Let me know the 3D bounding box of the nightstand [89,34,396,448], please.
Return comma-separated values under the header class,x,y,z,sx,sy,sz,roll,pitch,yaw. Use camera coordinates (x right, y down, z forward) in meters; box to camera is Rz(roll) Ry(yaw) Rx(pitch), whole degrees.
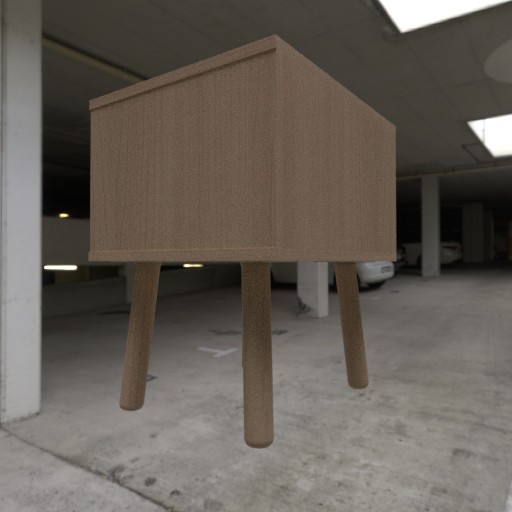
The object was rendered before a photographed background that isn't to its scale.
class,x,y,z,sx,sy,sz,roll,pitch,yaw
nightstand,0.000,0.000,0.828,0.380,0.530,0.450,-1,-1,36
